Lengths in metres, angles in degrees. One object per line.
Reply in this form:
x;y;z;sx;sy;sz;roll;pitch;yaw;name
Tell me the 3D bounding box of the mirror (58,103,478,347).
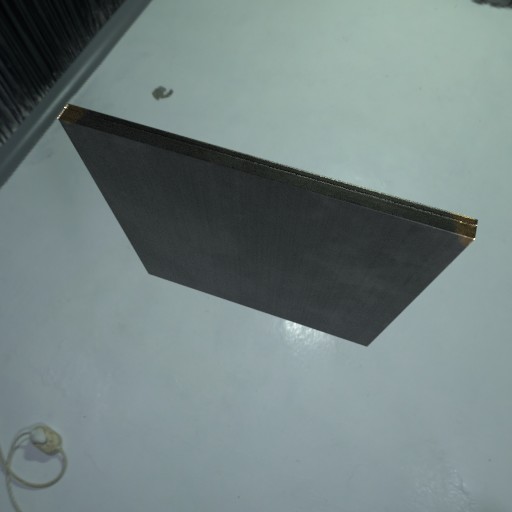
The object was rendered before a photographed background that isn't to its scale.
0.000;0.000;0.560;0.382;0.381;0.020;18;67;8;mirror
